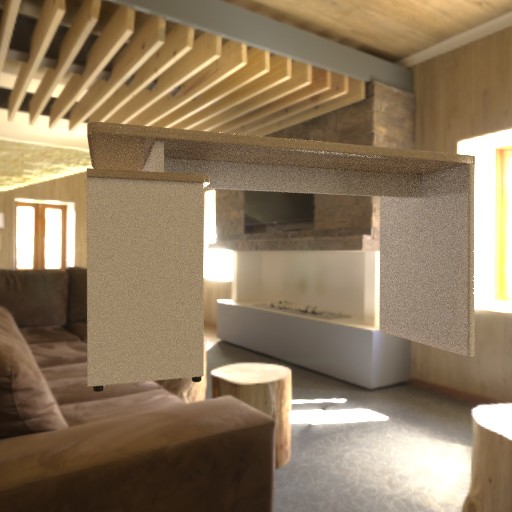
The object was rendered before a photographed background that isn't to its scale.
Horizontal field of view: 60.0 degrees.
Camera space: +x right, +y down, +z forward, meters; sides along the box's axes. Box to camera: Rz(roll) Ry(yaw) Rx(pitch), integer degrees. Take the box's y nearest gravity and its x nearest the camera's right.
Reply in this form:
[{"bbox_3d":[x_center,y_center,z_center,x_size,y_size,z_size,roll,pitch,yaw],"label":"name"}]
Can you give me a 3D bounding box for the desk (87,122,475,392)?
[{"bbox_3d":[0.000,0.000,2.021,1.400,0.770,1.175,0,1,-19],"label":"desk"}]
